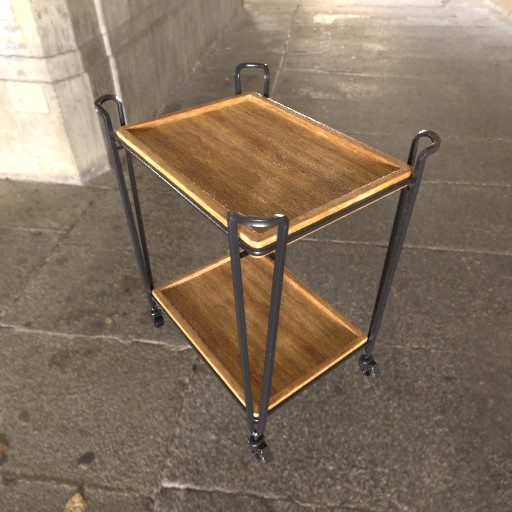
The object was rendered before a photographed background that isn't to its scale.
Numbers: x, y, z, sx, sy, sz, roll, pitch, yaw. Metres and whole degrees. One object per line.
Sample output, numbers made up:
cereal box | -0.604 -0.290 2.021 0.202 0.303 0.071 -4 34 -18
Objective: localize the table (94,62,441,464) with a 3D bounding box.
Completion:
table | 0.000 0.000 1.219 0.505 0.785 0.672 -26 47 -28
